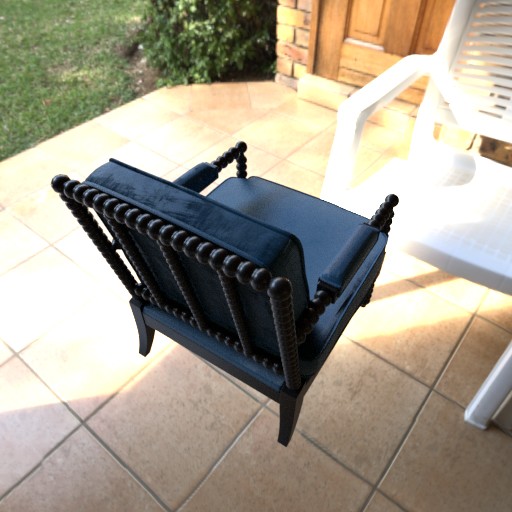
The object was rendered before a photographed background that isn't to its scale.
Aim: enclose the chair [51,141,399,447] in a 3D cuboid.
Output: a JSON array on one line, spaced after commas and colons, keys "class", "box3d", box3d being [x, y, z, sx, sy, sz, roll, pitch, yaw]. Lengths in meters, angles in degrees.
[{"class": "chair", "box3d": [0.000, 0.000, 1.429, 0.688, 0.857, 0.805, 25, 50, 22]}]
